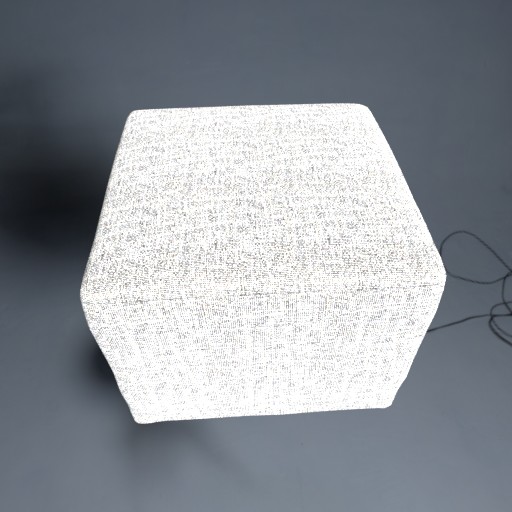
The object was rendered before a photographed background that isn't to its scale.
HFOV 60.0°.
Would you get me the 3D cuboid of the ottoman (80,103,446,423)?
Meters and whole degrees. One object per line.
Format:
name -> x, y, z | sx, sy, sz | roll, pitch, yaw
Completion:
ottoman -> 0.000, 0.000, 0.905 | 0.521, 0.453, 0.512 | -3, 47, -2
